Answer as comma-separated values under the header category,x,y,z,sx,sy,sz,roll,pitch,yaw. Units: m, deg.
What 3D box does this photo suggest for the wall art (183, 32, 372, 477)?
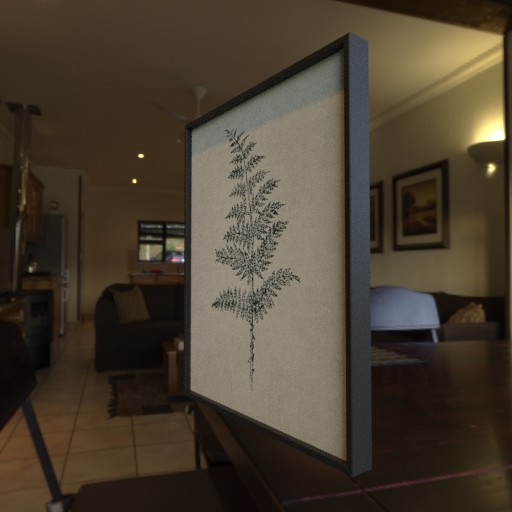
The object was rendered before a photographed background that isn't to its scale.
category,x,y,z,sx,sy,sz,roll,pitch,yaw
wall art,0.000,0.000,0.744,0.039,0.555,0.449,1,-2,-36
